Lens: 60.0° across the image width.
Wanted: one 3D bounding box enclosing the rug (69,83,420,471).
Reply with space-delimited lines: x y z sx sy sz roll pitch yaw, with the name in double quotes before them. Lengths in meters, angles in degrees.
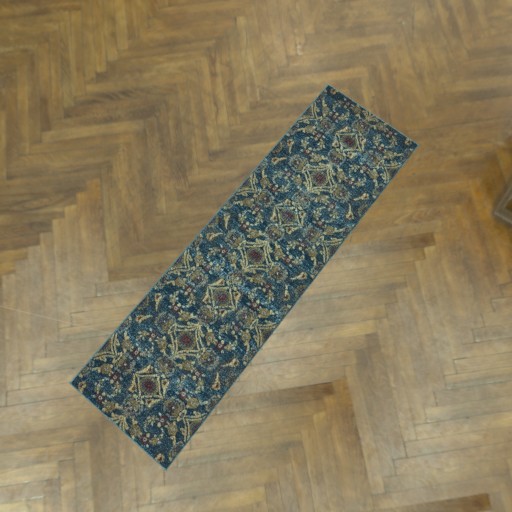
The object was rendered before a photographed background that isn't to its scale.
"rug" 0.000 0.000 2.486 0.685 0.014 2.292 38 79 9
